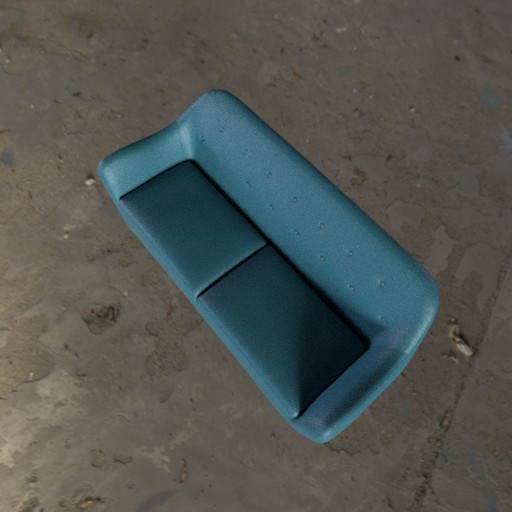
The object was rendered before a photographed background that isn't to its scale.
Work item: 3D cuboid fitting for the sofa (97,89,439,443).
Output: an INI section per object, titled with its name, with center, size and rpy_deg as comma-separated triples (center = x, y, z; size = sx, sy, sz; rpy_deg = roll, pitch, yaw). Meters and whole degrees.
[sofa]
center = 0.000, 0.000, 2.385
size = 0.820, 0.836, 1.840
rpy_deg = -36, 69, -17
